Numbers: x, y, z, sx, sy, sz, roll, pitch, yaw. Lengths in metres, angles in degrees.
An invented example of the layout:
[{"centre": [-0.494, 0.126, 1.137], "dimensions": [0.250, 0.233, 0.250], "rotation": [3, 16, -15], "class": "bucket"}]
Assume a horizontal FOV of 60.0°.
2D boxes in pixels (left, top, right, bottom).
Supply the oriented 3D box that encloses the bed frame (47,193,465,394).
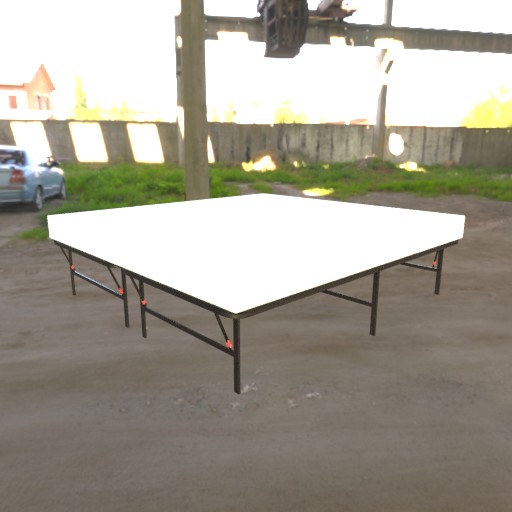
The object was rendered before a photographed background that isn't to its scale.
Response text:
[{"centre": [0.000, 0.000, 3.036], "dimensions": [2.032, 0.559, 1.930], "rotation": [-13, 19, -42], "class": "bed frame"}]
